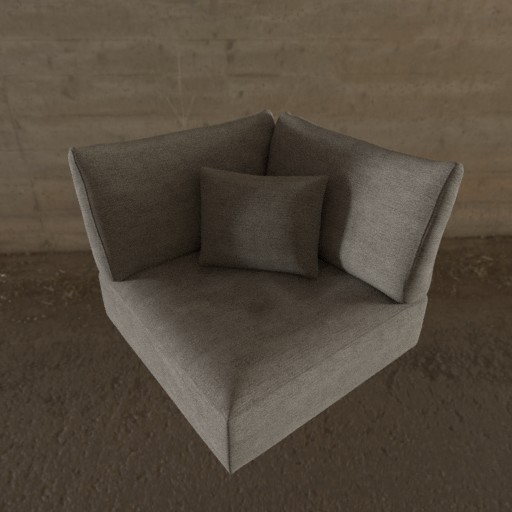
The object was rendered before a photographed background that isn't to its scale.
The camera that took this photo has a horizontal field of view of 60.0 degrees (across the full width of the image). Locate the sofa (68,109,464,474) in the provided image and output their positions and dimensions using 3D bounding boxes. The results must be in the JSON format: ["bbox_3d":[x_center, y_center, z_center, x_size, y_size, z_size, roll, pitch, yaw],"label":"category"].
[{"bbox_3d":[0.000,0.000,1.719,1.000,0.820,1.000,-22,38,-32],"label":"sofa"}]
